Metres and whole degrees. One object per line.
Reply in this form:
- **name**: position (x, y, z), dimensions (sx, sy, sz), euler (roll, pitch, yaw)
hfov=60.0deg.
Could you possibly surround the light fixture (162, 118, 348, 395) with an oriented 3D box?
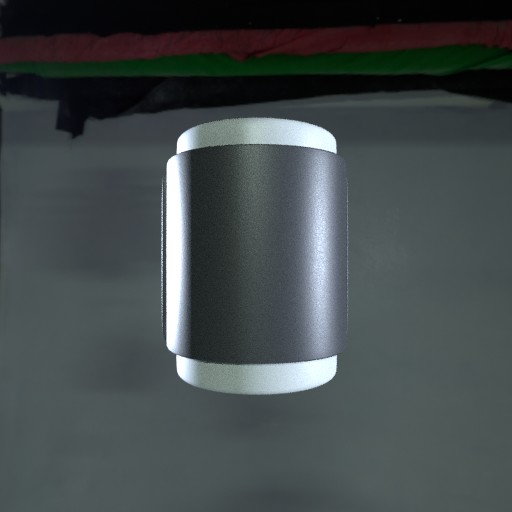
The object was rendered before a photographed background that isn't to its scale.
- **light fixture**: position (0.000, 0.000, 0.214), dimensions (0.109, 0.109, 0.132), euler (0, 0, -1)
